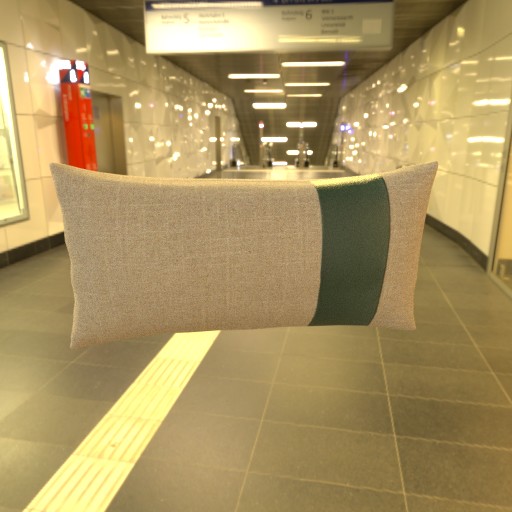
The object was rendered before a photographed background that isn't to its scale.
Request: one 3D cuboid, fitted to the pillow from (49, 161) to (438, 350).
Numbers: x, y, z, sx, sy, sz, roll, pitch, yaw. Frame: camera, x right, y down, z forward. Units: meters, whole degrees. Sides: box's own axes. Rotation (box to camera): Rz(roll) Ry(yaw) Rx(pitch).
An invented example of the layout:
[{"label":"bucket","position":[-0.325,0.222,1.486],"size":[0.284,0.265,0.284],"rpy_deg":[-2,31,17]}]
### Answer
[{"label":"pillow","position":[0.000,0.000,1.022],"size":[0.859,0.429,0.197],"rpy_deg":[-2,15,-8]}]
